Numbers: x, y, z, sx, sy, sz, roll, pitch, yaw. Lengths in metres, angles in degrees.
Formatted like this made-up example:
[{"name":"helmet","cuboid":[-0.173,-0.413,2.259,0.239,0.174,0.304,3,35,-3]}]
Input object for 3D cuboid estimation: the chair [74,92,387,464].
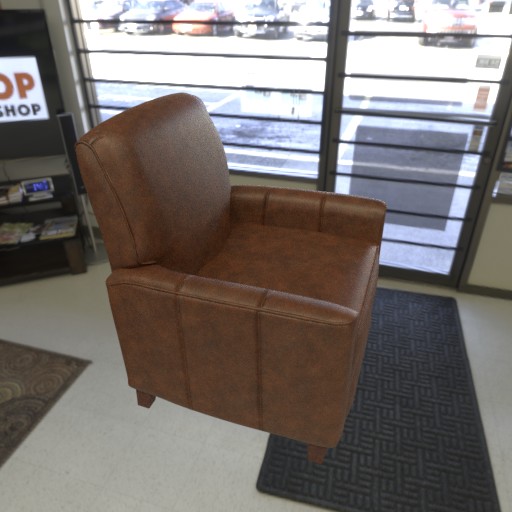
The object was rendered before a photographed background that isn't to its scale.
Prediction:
[{"name":"chair","cuboid":[0.000,0.000,1.584,0.850,1.010,0.839,11,33,17]}]
